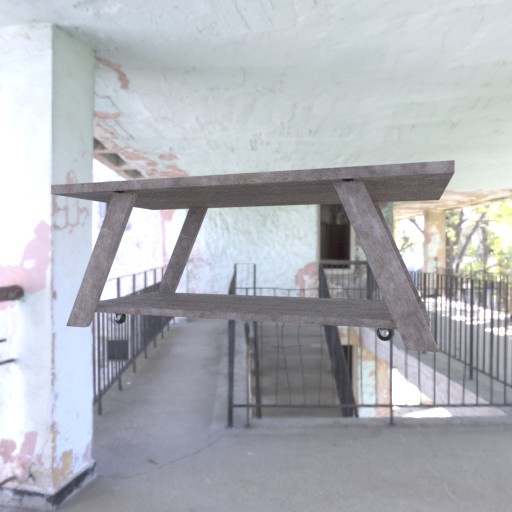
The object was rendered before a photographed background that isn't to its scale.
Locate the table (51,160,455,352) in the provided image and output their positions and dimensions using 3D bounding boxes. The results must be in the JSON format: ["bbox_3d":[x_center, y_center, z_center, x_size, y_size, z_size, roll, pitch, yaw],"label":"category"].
[{"bbox_3d":[0.000,0.000,1.550,1.219,0.470,0.610,0,1,19],"label":"table"}]
